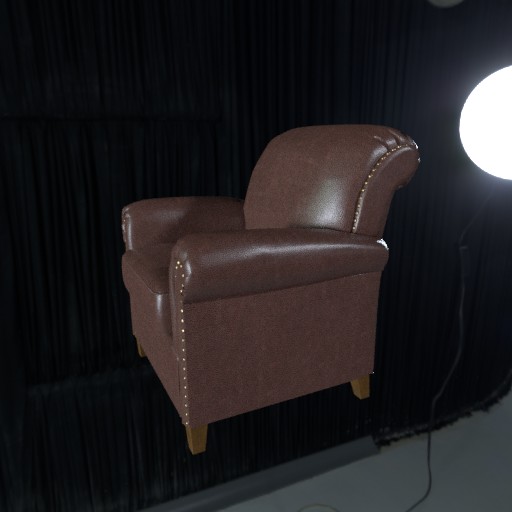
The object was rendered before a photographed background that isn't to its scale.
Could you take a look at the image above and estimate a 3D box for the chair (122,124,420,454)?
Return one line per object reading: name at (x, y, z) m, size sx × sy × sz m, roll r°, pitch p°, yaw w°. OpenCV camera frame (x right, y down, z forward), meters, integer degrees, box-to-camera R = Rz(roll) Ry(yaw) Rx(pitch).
chair at (0.000, 0.000, 1.623) m, size 0.890 × 0.927 × 0.854 m, roll -7°, pitch 16°, yaw -26°
